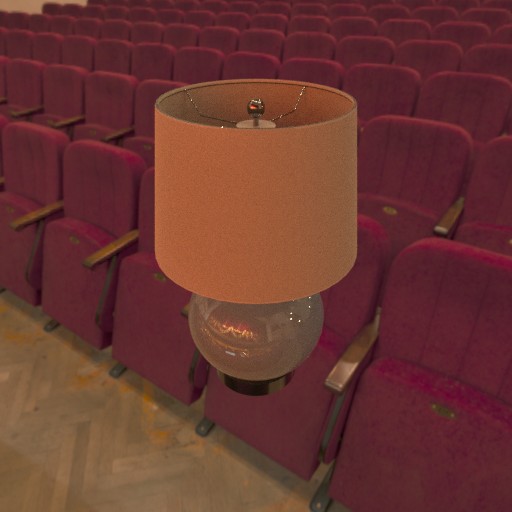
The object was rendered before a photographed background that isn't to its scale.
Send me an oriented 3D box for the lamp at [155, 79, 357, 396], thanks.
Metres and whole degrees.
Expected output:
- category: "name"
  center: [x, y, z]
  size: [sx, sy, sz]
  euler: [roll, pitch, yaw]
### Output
- category: "lamp"
  center: [0.000, 0.000, 0.562]
  size: [0.247, 0.387, 0.247]
  euler: [0, 33, 0]
